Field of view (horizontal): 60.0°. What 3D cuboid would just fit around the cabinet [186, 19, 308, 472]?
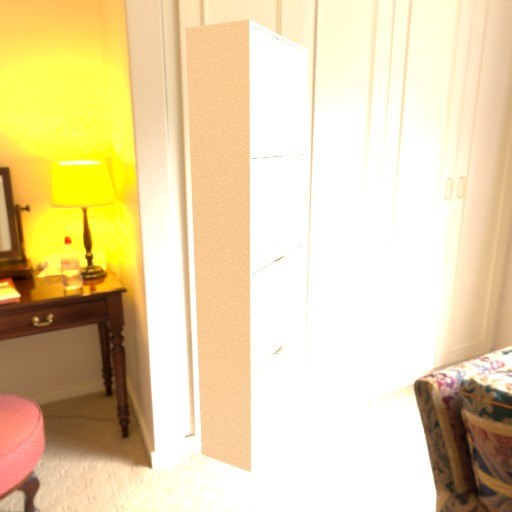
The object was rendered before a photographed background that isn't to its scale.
[{"bbox_3d":[0.000,0.000,1.822,0.255,1.630,0.520,7,16,25],"label":"cabinet"}]
